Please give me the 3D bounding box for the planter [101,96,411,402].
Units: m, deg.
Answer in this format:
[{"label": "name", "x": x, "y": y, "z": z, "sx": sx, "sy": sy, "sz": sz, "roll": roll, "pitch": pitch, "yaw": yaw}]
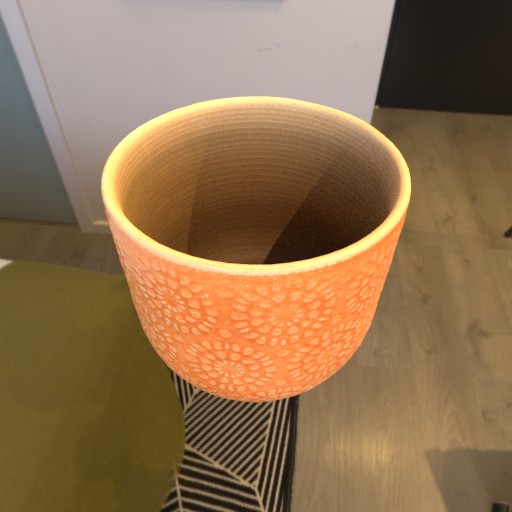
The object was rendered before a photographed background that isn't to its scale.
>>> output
[{"label": "planter", "x": 0.000, "y": 0.000, "z": 0.293, "sx": 0.170, "sy": 0.152, "sz": 0.170, "roll": 0, "pitch": 45, "yaw": 0}]
